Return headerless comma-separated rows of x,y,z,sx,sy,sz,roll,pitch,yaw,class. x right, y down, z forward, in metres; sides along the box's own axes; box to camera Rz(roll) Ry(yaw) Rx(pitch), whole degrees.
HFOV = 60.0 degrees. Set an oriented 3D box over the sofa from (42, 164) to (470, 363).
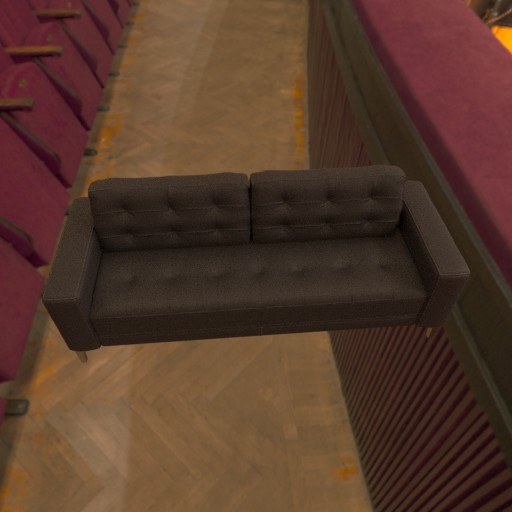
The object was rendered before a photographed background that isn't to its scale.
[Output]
0.000,0.000,2.702,2.275,0.893,0.833,-3,47,-3,sofa
